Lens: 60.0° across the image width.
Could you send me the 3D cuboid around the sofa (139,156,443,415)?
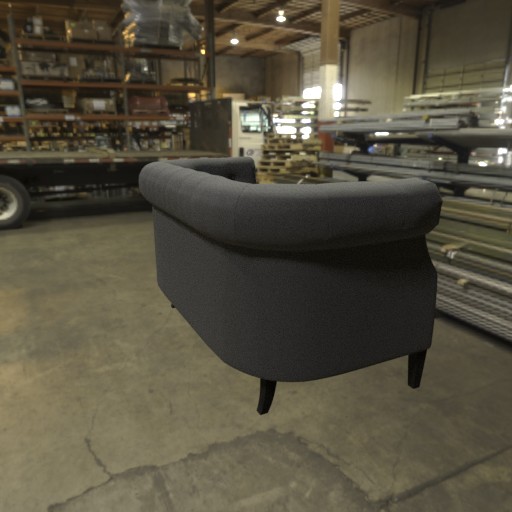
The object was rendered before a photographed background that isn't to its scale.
[{"bbox_3d":[0.000,0.000,2.066,0.835,0.827,1.558,-8,18,-26],"label":"sofa"}]
